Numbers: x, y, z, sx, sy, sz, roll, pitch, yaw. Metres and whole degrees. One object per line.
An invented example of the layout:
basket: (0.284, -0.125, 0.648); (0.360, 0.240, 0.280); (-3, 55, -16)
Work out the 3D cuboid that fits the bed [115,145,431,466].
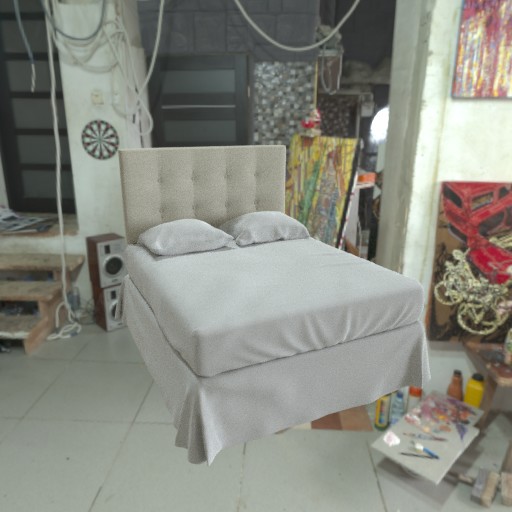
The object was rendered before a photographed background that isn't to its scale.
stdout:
bed: (0.000, 0.000, 3.474); (1.936, 1.577, 2.222); (-8, 19, -25)
